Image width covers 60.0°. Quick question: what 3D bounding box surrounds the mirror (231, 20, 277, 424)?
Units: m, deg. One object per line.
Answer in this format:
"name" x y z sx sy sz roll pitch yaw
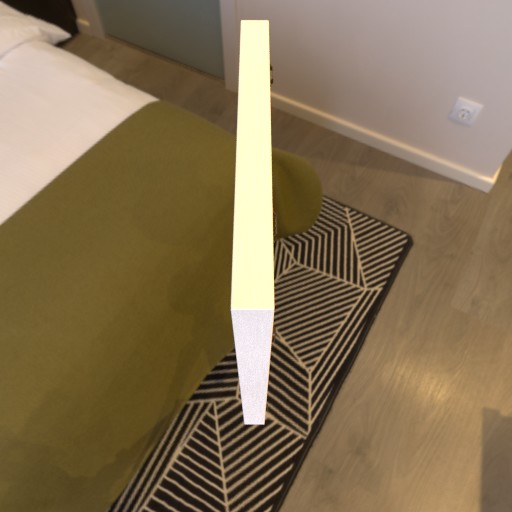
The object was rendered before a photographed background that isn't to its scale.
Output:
"mirror" 0.000 0.000 0.687 0.041 0.509 0.406 0 59 0
